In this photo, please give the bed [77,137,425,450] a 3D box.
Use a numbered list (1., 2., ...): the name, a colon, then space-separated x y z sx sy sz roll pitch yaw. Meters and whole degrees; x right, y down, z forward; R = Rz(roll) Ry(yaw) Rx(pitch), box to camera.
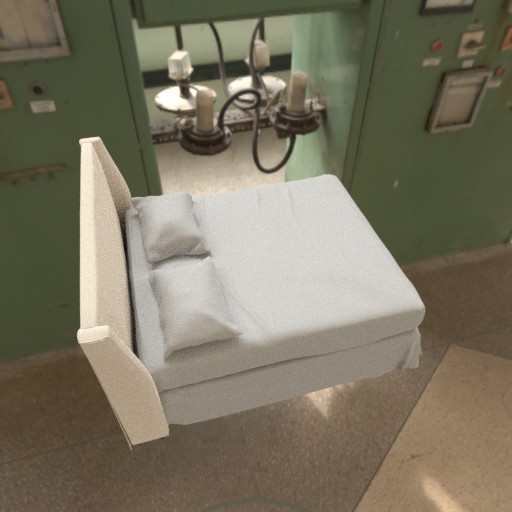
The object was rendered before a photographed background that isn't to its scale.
1. bed: 0.000 0.000 3.384 2.276 1.332 1.925 -11 47 -11
